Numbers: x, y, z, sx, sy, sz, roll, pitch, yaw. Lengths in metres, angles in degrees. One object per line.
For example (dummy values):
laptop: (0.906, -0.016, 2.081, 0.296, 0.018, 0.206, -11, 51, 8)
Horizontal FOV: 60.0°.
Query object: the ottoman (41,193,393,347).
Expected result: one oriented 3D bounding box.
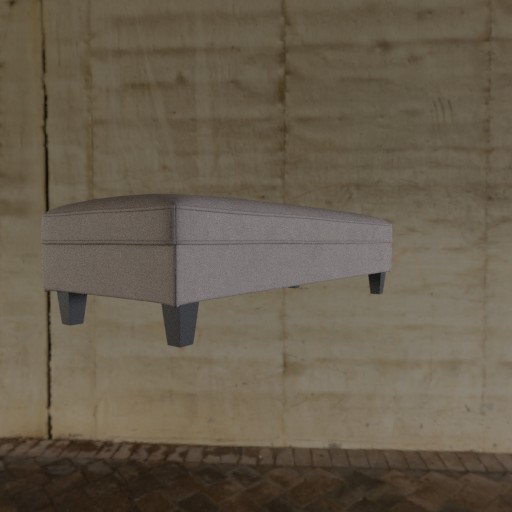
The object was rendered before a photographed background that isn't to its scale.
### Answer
ottoman: (0.000, 0.000, 2.105, 0.751, 0.470, 1.764, 1, 2, 36)
